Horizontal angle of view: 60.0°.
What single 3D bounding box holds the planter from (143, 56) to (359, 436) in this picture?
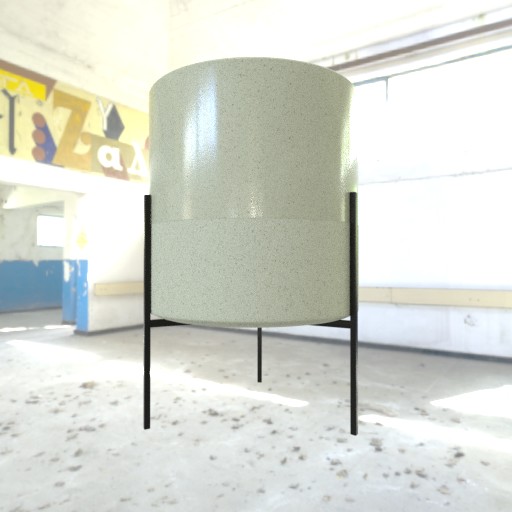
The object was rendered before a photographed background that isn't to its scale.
[{"bbox_3d":[0.000,0.000,0.678,0.323,0.475,0.314,0,-1,34],"label":"planter"}]
